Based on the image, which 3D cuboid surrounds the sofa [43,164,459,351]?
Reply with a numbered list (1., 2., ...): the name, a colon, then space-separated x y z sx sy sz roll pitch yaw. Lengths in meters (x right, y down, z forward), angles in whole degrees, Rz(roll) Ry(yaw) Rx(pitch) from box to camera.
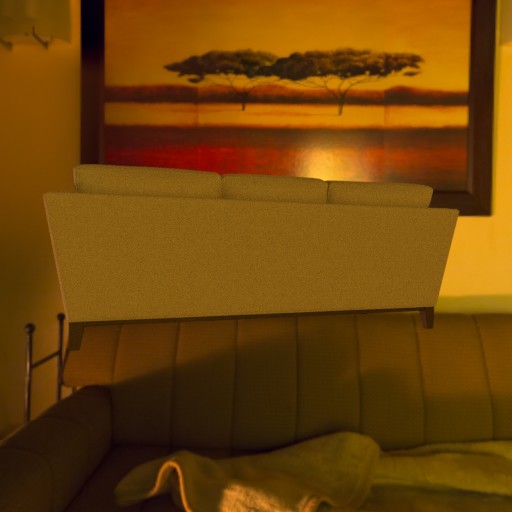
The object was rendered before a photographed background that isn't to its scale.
1. sofa: 0.000 0.000 2.868 2.388 0.940 0.965 0 0 -18
